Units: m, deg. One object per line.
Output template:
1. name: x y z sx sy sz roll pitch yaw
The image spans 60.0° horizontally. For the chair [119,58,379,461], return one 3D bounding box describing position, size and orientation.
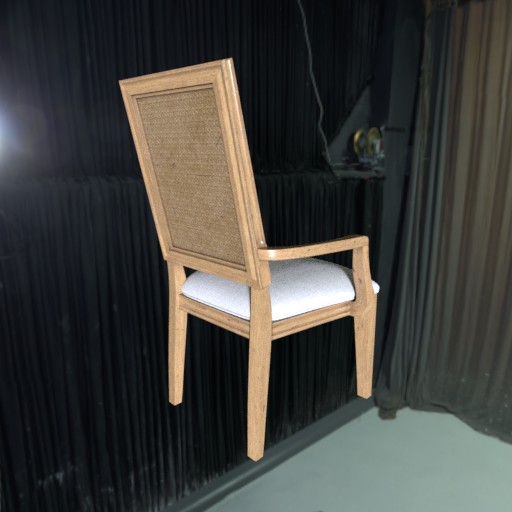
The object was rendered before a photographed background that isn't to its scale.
1. chair: 0.000 0.000 1.342 0.606 0.990 0.602 14 19 43
